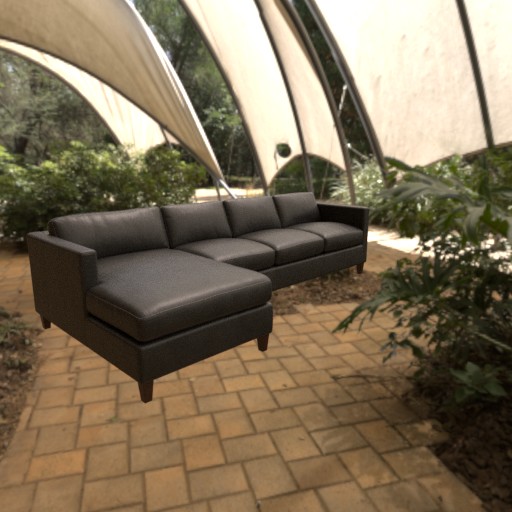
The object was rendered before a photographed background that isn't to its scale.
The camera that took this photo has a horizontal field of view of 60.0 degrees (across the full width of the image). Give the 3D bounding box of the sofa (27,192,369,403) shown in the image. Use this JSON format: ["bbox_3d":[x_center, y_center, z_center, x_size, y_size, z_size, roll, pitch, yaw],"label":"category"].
[{"bbox_3d":[0.000,0.000,3.866,3.203,0.883,1.581,-13,18,-43],"label":"sofa"}]
